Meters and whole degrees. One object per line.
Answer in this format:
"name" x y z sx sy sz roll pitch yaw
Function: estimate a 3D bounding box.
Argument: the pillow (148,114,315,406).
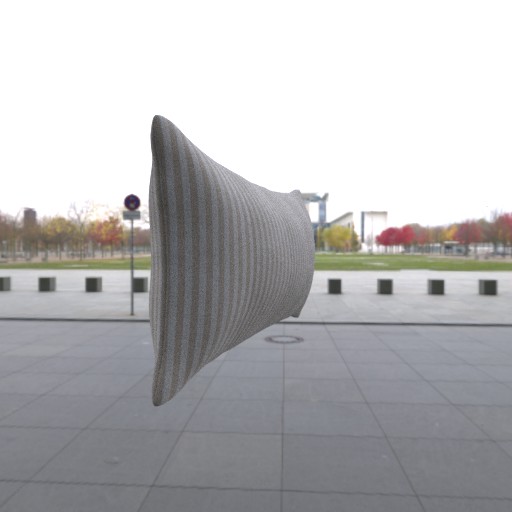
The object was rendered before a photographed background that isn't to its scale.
"pillow" 0.000 0.000 0.731 0.151 0.295 0.617 0 1 19
